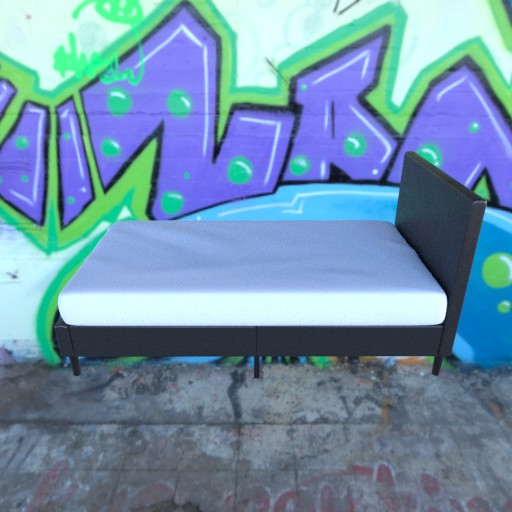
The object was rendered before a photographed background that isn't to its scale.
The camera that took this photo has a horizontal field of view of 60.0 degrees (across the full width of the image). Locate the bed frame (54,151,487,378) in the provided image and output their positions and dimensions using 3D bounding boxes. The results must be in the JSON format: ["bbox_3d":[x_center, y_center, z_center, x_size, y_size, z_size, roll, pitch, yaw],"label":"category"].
[{"bbox_3d":[0.000,0.000,2.544,2.152,1.046,1.038,0,26,0],"label":"bed frame"}]
